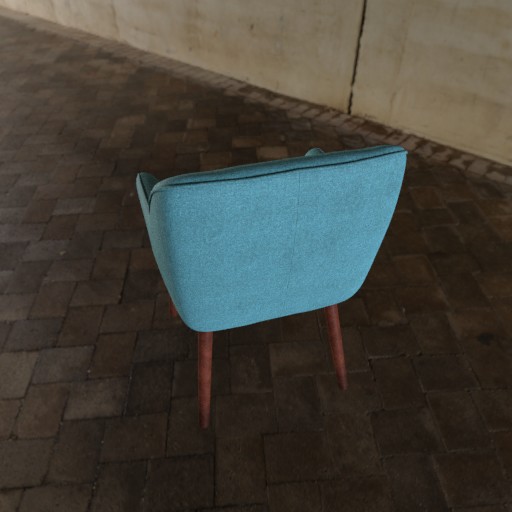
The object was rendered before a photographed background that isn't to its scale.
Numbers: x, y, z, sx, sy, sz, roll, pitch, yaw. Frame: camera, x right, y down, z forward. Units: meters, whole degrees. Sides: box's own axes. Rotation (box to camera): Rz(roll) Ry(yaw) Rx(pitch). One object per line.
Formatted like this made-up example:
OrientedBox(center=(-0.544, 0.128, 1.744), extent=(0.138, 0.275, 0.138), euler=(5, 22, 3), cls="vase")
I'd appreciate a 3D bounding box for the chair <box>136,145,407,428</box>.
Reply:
OrientedBox(center=(0.000, 0.000, 1.183), extent=(0.543, 0.803, 0.519), euler=(-11, 42, -12), cls="chair")
